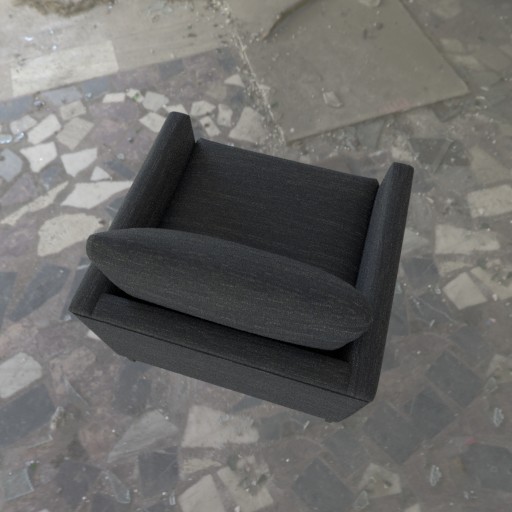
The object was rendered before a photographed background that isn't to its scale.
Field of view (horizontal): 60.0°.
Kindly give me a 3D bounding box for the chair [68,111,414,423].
[{"bbox_3d":[0.000,0.000,1.622,0.963,0.861,0.866,15,64,7],"label":"chair"}]
